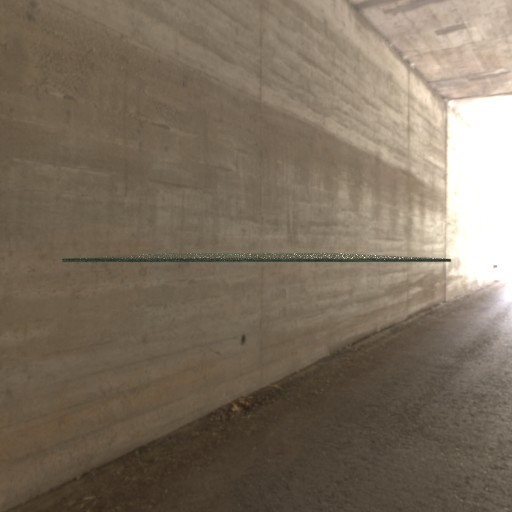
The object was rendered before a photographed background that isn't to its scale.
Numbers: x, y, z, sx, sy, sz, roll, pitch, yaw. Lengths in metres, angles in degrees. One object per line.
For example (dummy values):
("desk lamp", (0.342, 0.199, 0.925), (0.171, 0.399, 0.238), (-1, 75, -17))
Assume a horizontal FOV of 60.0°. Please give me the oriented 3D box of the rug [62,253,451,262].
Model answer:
("rug", (0.000, 0.000, 2.285), (1.212, 0.010, 1.811), (0, 1, 0))
